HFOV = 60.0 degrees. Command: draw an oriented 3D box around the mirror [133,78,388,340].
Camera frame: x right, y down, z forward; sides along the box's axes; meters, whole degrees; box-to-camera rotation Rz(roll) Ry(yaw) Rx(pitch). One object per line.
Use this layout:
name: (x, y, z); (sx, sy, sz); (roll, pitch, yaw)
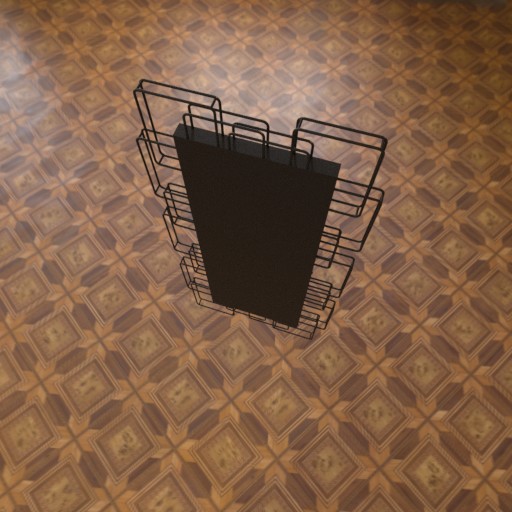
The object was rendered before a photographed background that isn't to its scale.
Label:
mirror: (0.000, 0.000, 1.361); (0.565, 1.192, 0.037); (16, 64, 8)
